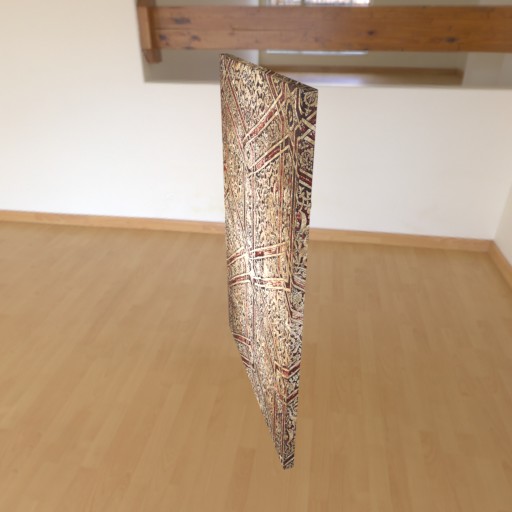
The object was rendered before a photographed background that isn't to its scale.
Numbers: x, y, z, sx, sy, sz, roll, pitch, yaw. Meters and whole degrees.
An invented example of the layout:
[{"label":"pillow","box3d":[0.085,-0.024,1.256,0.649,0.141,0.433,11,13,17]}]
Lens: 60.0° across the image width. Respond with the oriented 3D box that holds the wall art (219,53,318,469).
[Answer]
[{"label":"wall art","box3d":[0.000,0.000,0.758,0.020,0.599,0.397,-8,31,-14]}]
